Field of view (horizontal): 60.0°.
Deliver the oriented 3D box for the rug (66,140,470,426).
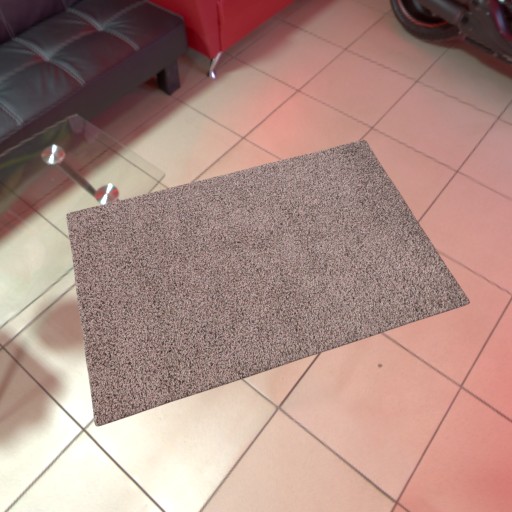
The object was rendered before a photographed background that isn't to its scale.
[{"bbox_3d":[0.000,0.000,3.477,2.743,0.030,1.778,-16,60,-10],"label":"rug"}]
